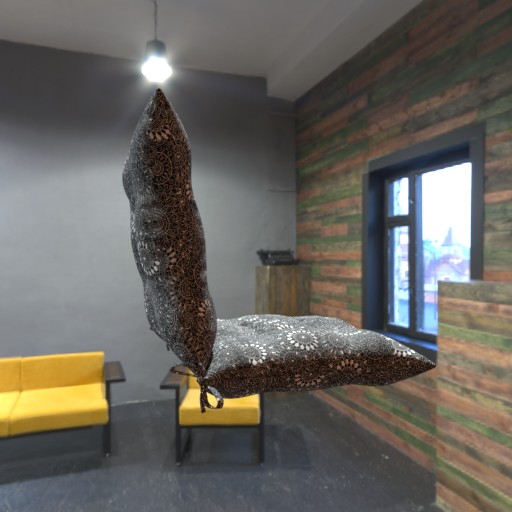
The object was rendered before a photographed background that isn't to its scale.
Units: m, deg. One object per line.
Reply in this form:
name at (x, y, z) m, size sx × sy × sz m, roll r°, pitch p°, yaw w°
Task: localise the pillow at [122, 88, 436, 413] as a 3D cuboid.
pillow at (0.000, 0.000, 1.011) m, size 0.585 × 0.536 × 0.541 m, roll 0°, pitch 0°, yaw -18°
